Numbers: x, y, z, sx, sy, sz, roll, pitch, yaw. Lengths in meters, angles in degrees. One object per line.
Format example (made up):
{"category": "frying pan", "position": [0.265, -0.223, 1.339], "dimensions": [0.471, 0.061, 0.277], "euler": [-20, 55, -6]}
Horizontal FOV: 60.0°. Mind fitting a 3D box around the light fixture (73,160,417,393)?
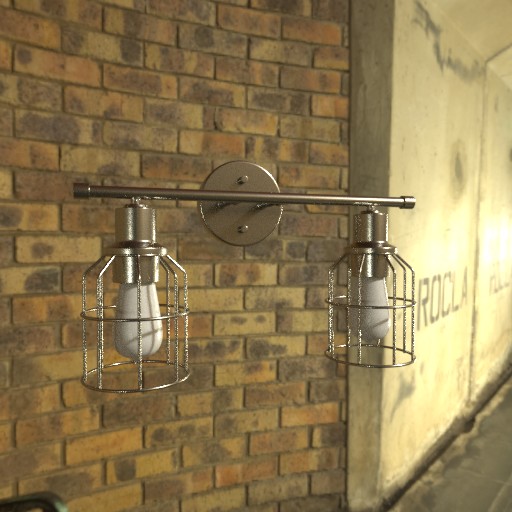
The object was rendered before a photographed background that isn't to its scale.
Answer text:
{"category": "light fixture", "position": [0.000, 0.000, 0.540], "dimensions": [0.406, 0.254, 0.165], "euler": [0, 1, -18]}
